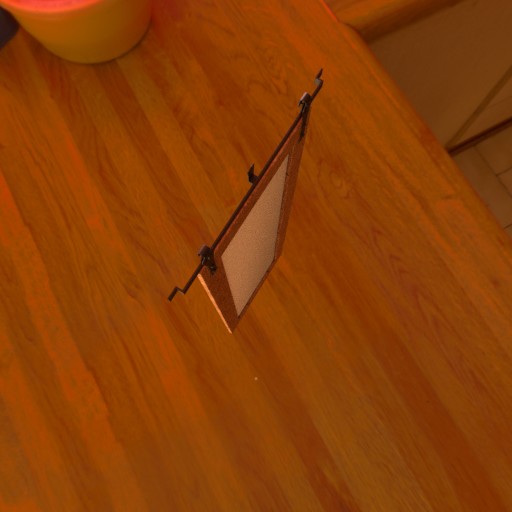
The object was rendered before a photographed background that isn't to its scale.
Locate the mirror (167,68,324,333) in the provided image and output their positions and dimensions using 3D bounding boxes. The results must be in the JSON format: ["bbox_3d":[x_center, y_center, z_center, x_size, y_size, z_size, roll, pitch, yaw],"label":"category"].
[{"bbox_3d":[0.000,0.000,2.084,0.042,1.793,0.847,30,77,8],"label":"mirror"}]
